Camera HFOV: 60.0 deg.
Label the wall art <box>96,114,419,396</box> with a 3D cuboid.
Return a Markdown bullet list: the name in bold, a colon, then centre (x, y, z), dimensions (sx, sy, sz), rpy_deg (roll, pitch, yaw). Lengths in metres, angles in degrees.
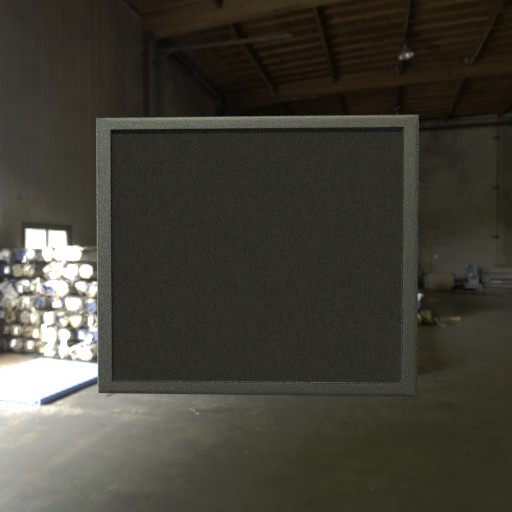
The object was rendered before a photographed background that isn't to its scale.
- **wall art**: centre (0.000, 0.000, 0.538), dimensions (0.380, 0.330, 0.028), rpy_deg (0, 1, 2)
